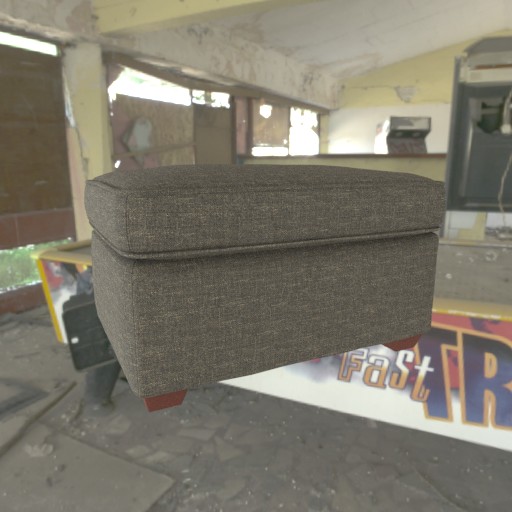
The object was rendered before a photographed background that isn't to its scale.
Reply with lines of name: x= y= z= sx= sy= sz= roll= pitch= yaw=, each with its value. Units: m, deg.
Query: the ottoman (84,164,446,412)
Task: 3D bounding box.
ottoman: x=0.000 y=0.000 z=1.105 sx=0.749 sy=0.450 sz=0.549 roll=-6 pitch=13 yaw=-26
